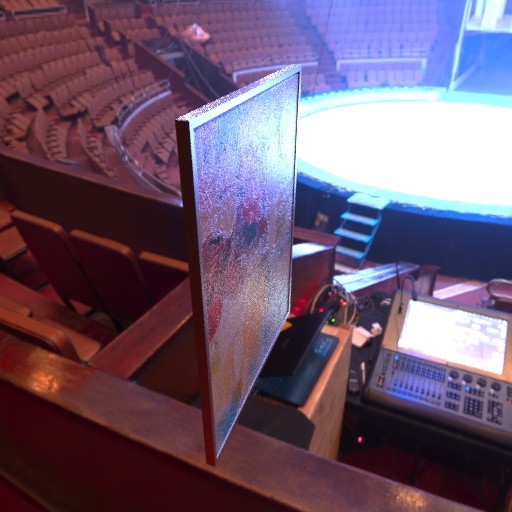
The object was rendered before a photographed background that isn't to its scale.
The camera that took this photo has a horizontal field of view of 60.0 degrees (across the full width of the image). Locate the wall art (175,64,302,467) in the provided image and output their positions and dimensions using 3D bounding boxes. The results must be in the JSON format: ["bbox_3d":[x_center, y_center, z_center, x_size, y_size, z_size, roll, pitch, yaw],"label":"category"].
[{"bbox_3d":[0.000,0.000,1.429,0.030,1.046,0.816,10,32,17],"label":"wall art"}]
